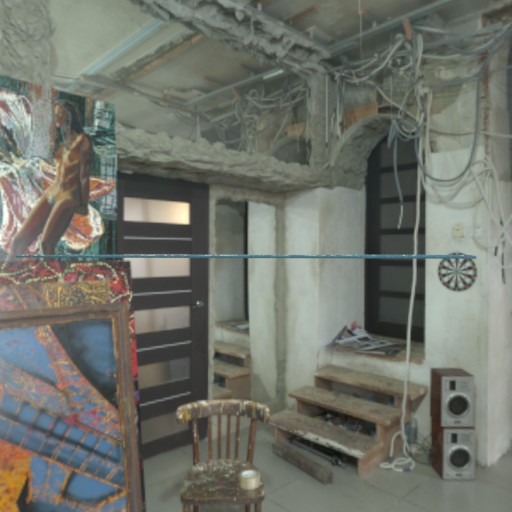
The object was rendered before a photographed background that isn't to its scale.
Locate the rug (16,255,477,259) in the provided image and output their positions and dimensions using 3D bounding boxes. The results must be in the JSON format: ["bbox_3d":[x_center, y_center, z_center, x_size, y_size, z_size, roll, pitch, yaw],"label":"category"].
[{"bbox_3d":[0.000,0.000,3.378,2.746,0.018,1.816,0,0,17],"label":"rug"}]
